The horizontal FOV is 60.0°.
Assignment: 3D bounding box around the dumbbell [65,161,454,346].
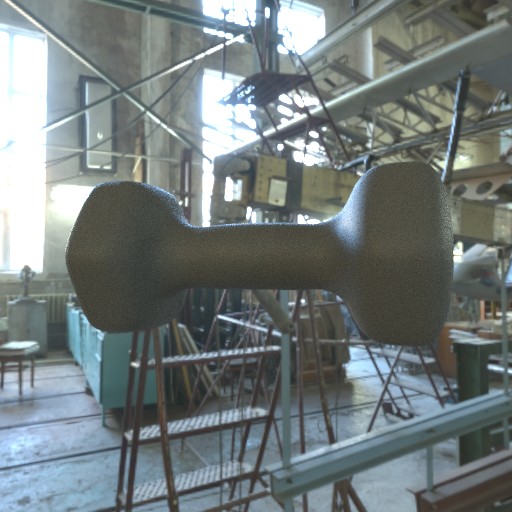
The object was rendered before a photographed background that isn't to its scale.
[{"bbox_3d":[0.000,0.000,0.228,0.184,0.081,0.090,-1,-2,18],"label":"dumbbell"}]
